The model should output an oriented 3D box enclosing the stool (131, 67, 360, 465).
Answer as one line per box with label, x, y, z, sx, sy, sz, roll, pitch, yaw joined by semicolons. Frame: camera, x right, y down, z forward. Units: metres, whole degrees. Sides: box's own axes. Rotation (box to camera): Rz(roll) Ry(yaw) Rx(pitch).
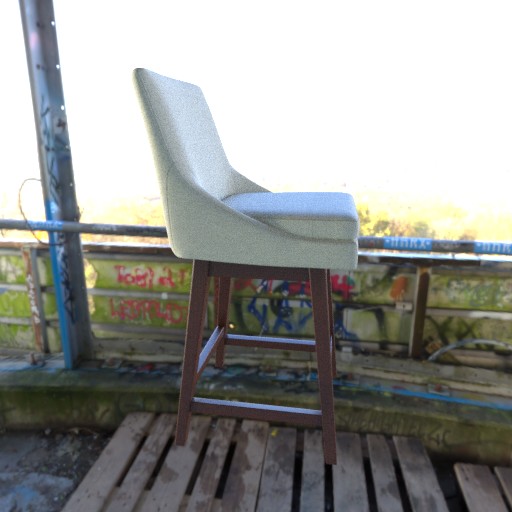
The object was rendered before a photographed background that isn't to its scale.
stool;0.000;0.000;1.294;0.559;0.991;0.469;3;16;10
